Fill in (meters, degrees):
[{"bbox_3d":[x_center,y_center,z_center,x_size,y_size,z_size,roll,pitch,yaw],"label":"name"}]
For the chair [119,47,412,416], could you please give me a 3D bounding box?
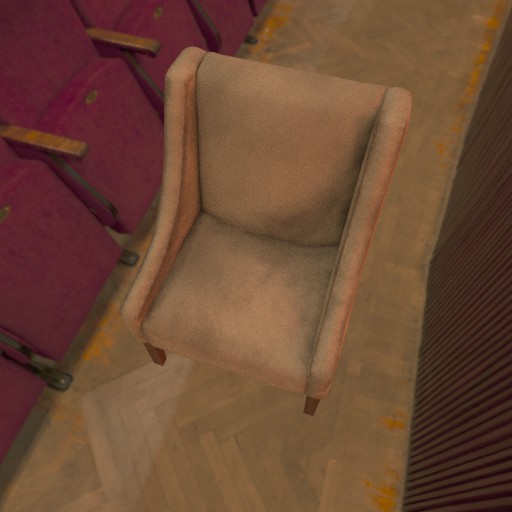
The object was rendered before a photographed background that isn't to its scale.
[{"bbox_3d":[0.000,0.000,1.343,0.629,0.895,0.629,15,59,10],"label":"chair"}]
